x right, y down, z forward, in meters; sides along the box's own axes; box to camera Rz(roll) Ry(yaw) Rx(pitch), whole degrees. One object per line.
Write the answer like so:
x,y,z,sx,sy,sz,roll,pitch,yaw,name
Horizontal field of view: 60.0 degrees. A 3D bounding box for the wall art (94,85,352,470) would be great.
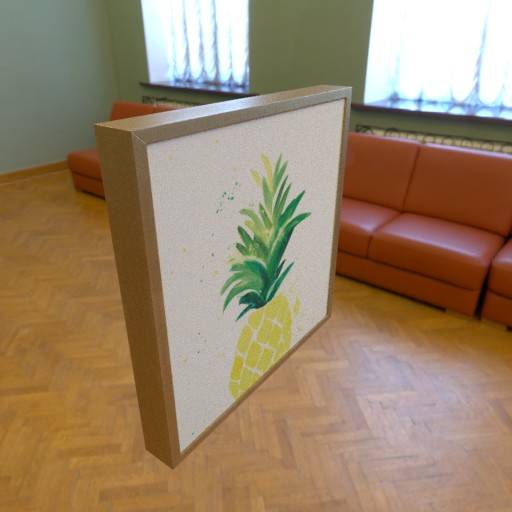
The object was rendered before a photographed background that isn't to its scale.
0.000,0.000,0.457,0.038,0.305,0.306,18,32,32,wall art
